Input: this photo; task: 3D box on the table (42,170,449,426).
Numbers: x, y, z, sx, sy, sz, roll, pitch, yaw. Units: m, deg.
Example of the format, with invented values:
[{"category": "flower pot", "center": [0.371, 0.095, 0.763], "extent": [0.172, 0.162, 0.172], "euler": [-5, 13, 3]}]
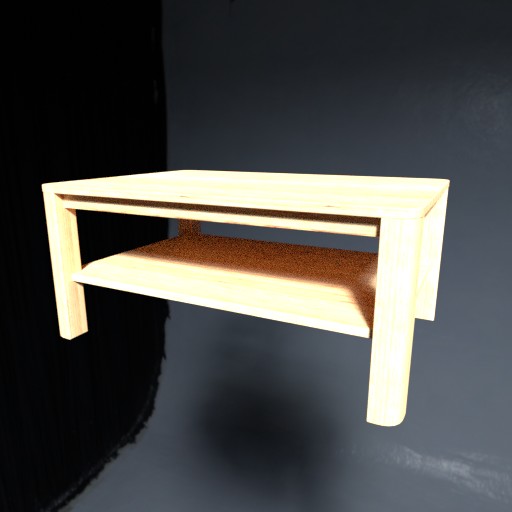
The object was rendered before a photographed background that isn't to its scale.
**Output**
[{"category": "table", "center": [0.000, 0.000, 1.344], "extent": [0.997, 0.445, 0.696], "euler": [7, 16, 26]}]
